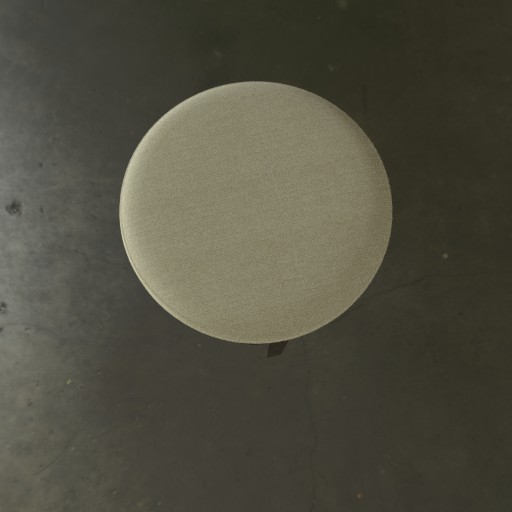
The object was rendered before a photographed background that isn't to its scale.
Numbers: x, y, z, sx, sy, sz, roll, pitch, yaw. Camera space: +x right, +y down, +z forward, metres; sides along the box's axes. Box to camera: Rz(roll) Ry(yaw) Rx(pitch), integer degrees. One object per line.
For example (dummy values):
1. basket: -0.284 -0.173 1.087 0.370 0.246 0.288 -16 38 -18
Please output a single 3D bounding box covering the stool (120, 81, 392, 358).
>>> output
1. stool: 0.000 0.000 1.021 0.446 0.758 0.446 0 76 0
